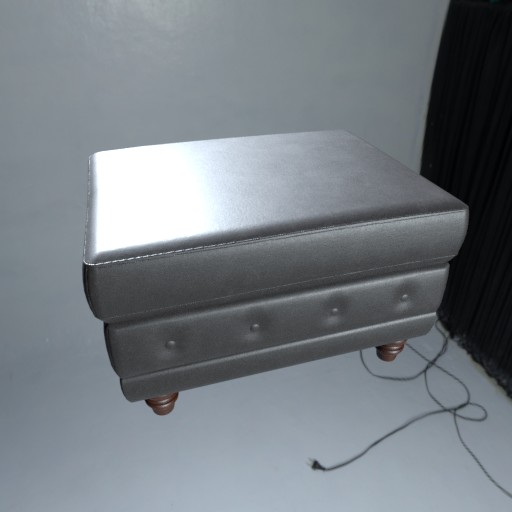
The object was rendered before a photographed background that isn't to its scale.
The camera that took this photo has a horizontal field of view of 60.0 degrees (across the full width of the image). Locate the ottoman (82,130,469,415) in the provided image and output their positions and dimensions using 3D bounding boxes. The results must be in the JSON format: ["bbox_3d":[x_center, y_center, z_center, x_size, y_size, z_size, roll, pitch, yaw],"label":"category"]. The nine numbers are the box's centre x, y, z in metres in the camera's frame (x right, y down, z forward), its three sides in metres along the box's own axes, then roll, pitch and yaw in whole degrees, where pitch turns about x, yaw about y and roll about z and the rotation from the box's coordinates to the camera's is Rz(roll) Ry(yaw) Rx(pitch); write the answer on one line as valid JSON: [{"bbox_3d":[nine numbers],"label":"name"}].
[{"bbox_3d":[0.000,0.000,1.181,0.795,0.498,0.590,-9,33,-14],"label":"ottoman"}]
